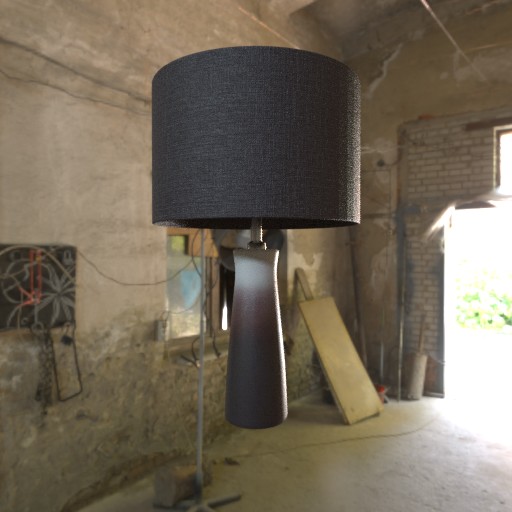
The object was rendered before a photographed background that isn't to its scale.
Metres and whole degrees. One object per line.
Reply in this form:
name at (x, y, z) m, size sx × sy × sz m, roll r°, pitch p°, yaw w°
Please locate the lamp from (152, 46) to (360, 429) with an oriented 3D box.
lamp at (0.000, 0.000, 0.664) m, size 0.303 × 0.488 × 0.303 m, roll 0°, pitch 1°, yaw 0°
